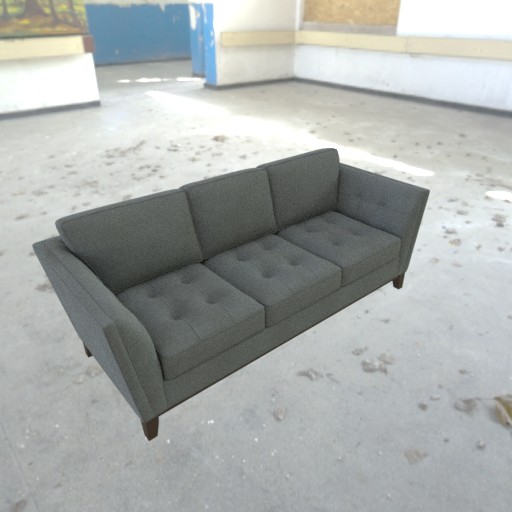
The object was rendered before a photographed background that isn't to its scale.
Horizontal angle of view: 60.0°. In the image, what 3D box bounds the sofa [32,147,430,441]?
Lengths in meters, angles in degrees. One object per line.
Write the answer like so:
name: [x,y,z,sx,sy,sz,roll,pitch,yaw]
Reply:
sofa: [0.000,0.000,2.902,2.387,0.940,0.965,-22,37,-34]
